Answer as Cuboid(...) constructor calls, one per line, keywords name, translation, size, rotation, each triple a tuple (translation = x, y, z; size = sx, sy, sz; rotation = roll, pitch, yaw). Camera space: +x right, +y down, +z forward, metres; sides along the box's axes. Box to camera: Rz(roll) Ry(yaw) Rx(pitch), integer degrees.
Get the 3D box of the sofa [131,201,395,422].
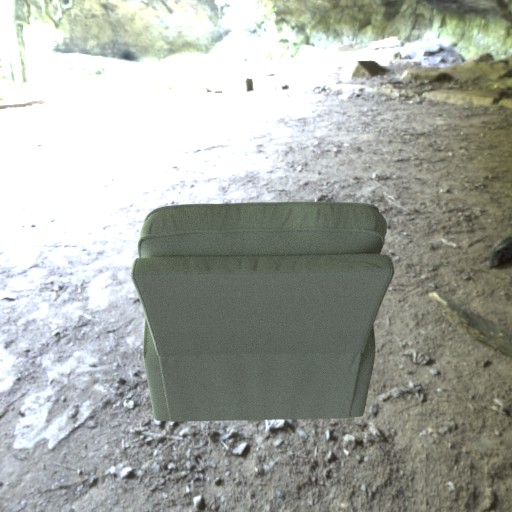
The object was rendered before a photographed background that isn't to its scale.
Cuboid(name="sofa", translation=(0.000, 0.000, 2.053), size=(0.861, 0.959, 1.472), rotation=(-1, 29, -1))
